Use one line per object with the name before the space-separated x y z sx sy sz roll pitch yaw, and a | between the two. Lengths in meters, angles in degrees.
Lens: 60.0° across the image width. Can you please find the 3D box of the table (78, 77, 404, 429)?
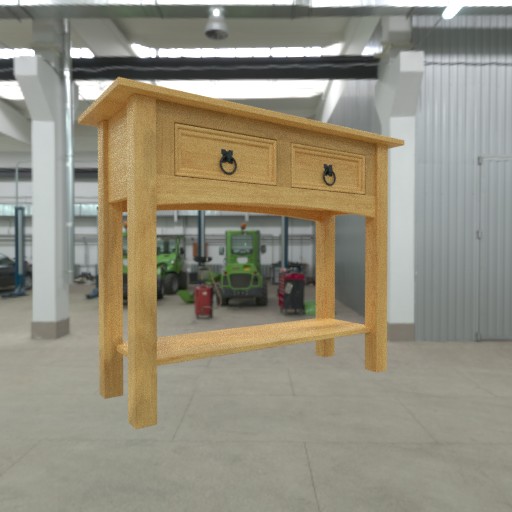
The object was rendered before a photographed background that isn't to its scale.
table | 0.000 0.000 1.284 0.900 0.728 0.340 -1 1 -34
